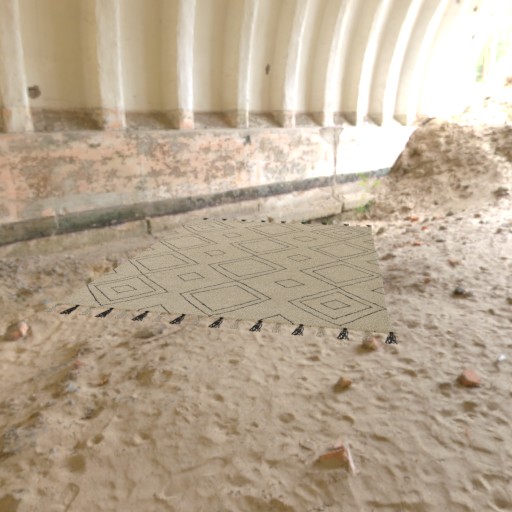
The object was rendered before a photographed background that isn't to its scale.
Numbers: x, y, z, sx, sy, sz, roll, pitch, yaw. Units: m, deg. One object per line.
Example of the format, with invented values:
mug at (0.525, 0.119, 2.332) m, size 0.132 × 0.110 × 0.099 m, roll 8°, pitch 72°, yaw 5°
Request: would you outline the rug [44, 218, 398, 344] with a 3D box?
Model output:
rug at (0.000, 0.000, 4.331) m, size 2.342 × 0.026 × 3.221 m, roll 3°, pitch 17°, yaw 11°
